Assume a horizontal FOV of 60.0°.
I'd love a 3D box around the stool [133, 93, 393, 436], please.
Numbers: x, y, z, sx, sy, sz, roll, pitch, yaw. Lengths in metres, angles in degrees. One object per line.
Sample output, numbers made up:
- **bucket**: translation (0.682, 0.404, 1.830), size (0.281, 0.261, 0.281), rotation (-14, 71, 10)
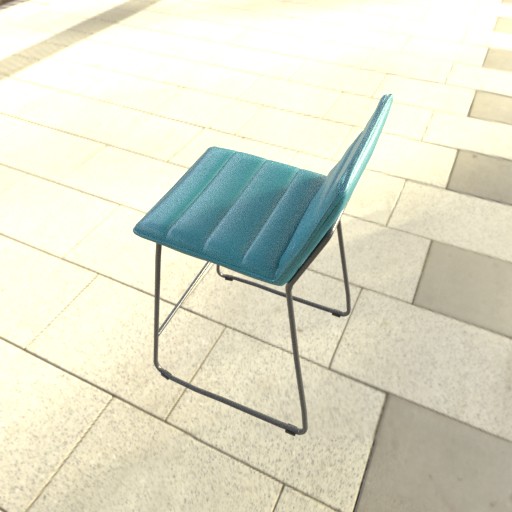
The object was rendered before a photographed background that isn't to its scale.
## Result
- **stool**: translation (0.000, 0.000, 1.208), size (0.524, 0.866, 0.489), rotation (18, 48, 16)
